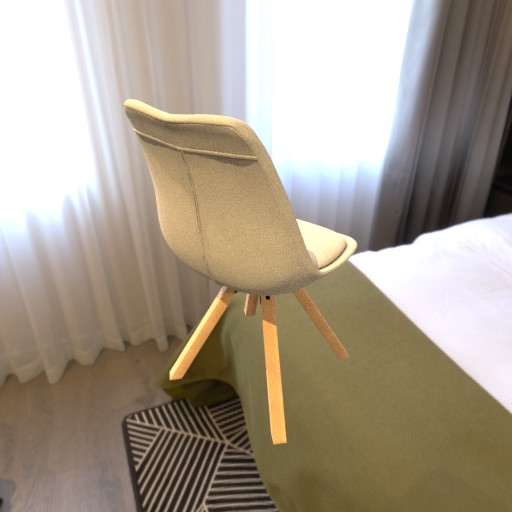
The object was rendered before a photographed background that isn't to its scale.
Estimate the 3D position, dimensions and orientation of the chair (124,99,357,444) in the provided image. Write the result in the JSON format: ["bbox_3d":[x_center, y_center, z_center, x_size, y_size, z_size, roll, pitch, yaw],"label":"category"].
[{"bbox_3d":[0.000,0.000,1.196,0.474,0.863,0.549,21,36,31],"label":"chair"}]
